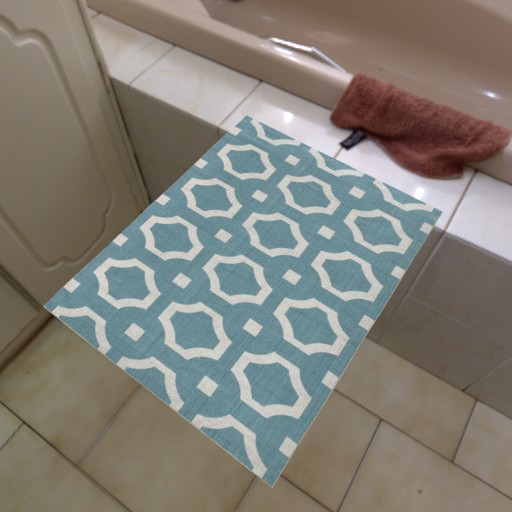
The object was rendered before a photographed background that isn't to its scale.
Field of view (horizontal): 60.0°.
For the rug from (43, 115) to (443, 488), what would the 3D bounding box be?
[{"bbox_3d":[0.000,0.000,4.200,2.466,0.021,3.049,31,63,18],"label":"rug"}]
